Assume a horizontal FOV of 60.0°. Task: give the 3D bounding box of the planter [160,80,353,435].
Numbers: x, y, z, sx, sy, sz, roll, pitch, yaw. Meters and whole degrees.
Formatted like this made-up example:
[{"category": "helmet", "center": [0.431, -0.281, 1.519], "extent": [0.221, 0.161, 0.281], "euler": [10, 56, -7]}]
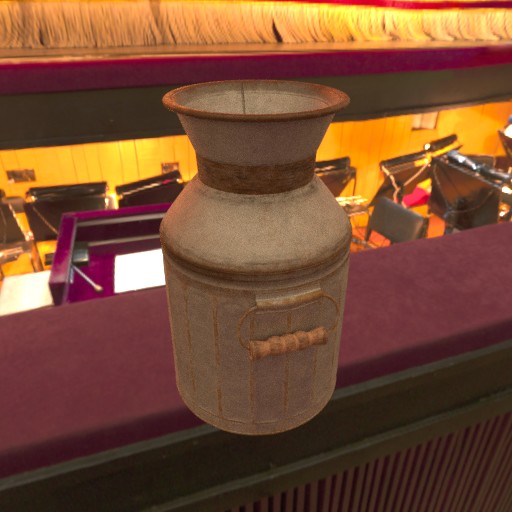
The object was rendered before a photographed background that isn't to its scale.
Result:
[{"category": "planter", "center": [0.000, 0.000, 0.513], "extent": [0.215, 0.358, 0.248], "euler": [-9, 32, -15]}]
